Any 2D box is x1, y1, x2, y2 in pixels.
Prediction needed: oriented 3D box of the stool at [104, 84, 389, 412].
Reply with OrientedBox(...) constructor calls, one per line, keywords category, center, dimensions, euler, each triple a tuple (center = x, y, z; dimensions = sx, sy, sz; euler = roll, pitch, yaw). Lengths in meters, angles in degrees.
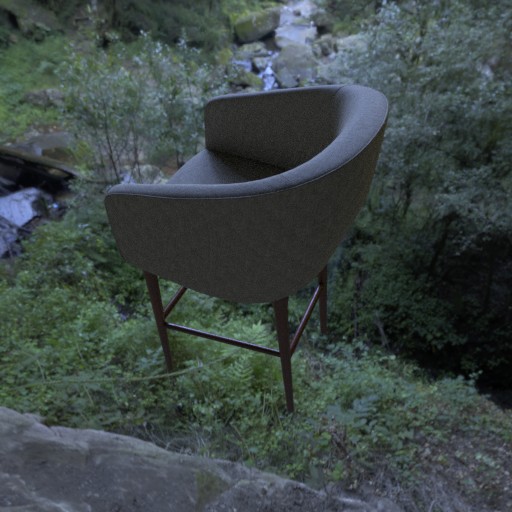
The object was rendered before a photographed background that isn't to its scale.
OrientedBox(category="stool", center=(0.000, 0.000, 1.415), dimensions=(0.607, 1.078, 0.559), euler=(18, 49, 17))
